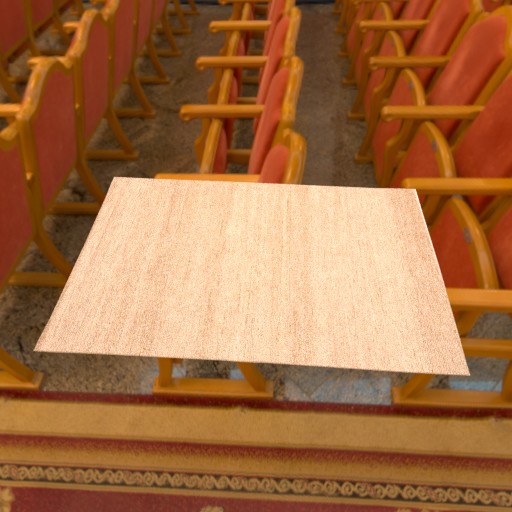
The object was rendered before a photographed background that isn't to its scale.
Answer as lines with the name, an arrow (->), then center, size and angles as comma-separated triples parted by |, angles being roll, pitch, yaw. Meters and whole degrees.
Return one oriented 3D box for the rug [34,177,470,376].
rug -> 0.000, 0.000, 2.892 | 2.346, 0.029, 1.574 | 3, 46, 3
